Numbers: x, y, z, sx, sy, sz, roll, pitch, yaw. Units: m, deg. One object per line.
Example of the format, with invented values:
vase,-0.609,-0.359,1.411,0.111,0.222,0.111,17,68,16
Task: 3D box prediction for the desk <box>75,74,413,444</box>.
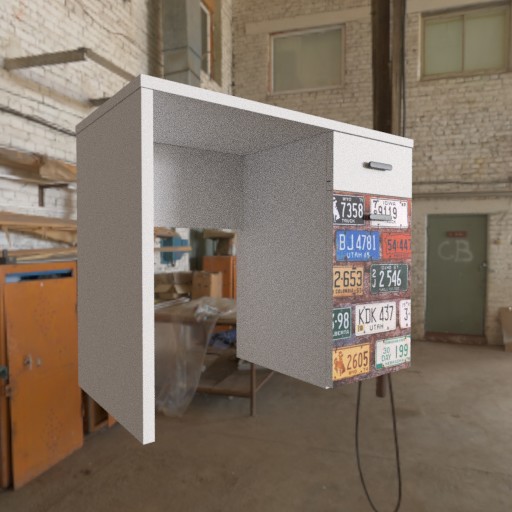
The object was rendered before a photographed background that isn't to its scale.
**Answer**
desk,0.000,0.000,1.320,0.898,0.730,0.482,-1,2,-37
